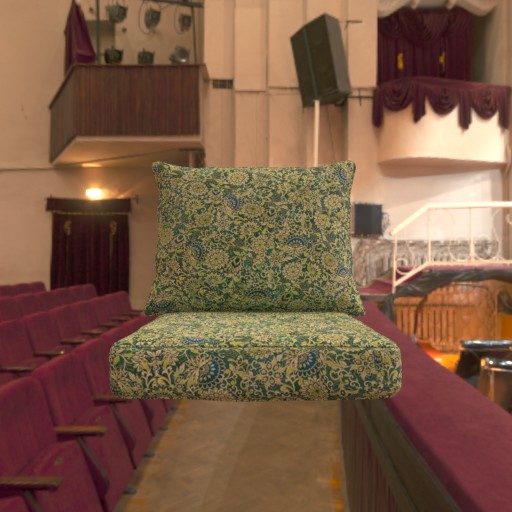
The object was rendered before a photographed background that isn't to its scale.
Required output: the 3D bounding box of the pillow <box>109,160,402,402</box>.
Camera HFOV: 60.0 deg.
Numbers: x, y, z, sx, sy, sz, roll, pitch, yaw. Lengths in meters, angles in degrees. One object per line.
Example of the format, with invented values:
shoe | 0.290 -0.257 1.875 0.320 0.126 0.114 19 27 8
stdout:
pillow | 0.000 0.000 1.379 0.798 0.722 0.740 0 0 0
